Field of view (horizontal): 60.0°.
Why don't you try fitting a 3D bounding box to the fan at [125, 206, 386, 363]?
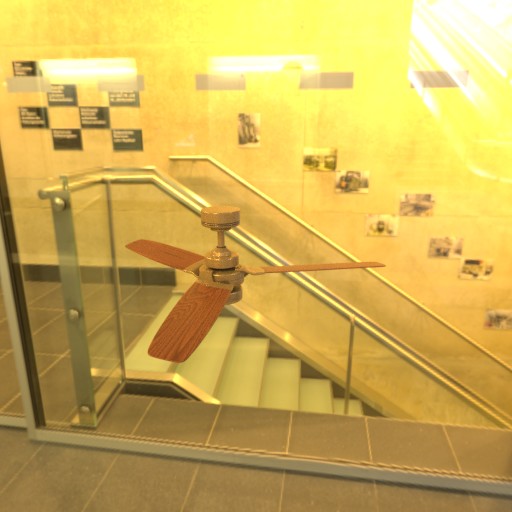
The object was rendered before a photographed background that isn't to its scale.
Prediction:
[{"bbox_3d":[0.000,0.000,2.004,1.271,0.425,1.416,-3,17,-10],"label":"fan"}]
